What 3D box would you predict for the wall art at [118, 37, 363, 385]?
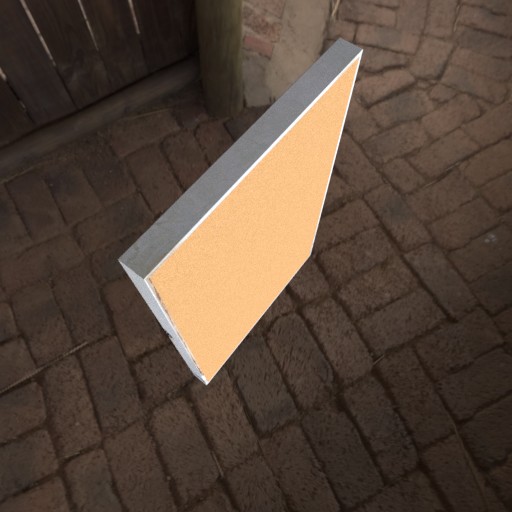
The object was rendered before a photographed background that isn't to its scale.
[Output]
[{"bbox_3d":[0.000,0.000,0.778,0.036,0.607,0.403,35,69,15],"label":"wall art"}]
